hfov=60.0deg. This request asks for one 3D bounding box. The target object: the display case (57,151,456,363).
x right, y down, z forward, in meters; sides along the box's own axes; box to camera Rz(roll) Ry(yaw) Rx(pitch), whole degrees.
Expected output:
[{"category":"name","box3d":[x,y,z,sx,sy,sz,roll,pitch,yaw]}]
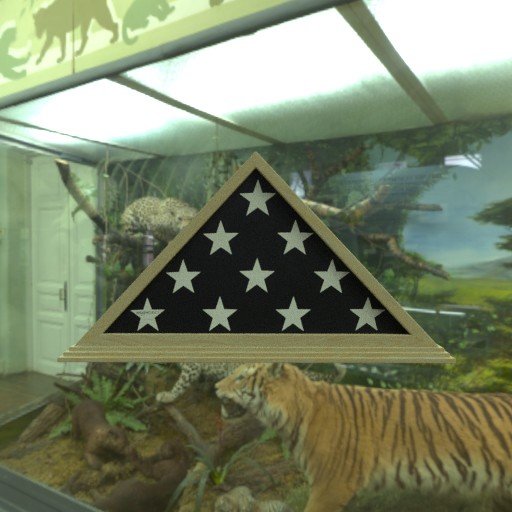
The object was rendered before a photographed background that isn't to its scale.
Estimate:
[{"category":"display case","box3d":[0.000,0.000,0.755,0.640,0.340,0.095,0,1,1]}]
